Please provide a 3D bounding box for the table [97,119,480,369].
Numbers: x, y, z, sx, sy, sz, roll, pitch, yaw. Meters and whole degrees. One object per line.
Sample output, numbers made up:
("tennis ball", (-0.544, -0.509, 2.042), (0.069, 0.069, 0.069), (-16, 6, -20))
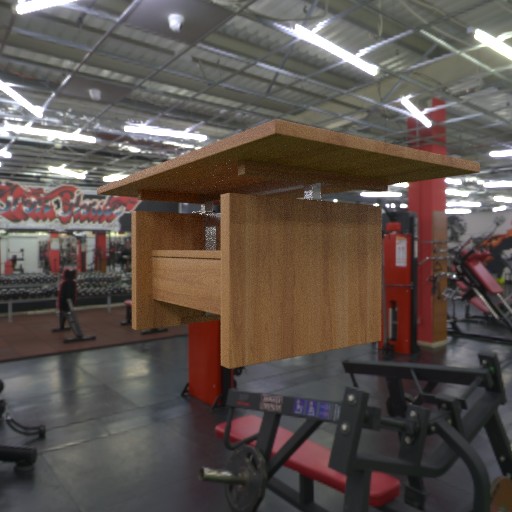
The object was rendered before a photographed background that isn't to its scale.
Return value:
("table", (0.000, 0.000, 1.443), (0.700, 0.510, 1.100), (-1, 1, -36))
